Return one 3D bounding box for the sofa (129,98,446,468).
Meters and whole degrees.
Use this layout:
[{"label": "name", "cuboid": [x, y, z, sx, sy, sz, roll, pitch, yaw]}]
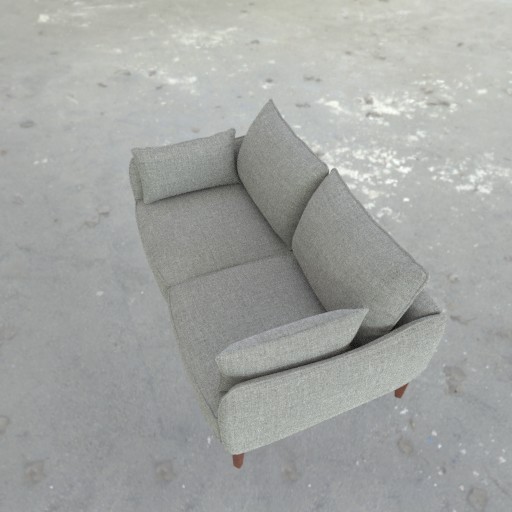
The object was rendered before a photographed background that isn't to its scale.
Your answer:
[{"label": "sofa", "cuboid": [0.000, 0.000, 2.152, 0.972, 0.851, 1.580, -17, 48, -16]}]
